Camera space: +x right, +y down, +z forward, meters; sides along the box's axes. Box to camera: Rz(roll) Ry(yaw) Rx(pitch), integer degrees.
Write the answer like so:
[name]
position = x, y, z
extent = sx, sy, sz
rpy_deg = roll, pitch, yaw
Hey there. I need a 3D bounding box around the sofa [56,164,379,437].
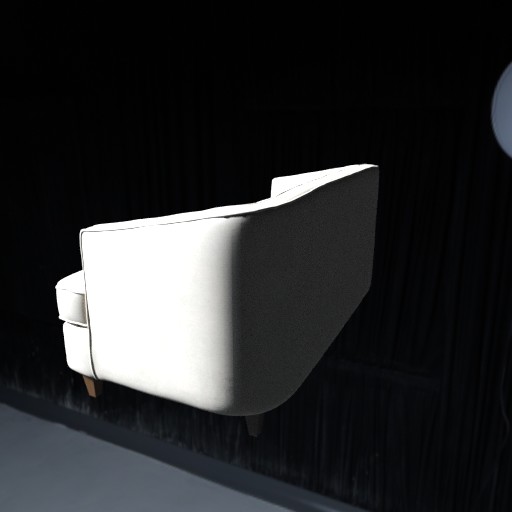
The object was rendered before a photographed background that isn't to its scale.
[sofa]
position = 0.000, 0.000, 2.252
extent = 0.940, 0.878, 1.731
rpy_deg = 8, 19, 25
